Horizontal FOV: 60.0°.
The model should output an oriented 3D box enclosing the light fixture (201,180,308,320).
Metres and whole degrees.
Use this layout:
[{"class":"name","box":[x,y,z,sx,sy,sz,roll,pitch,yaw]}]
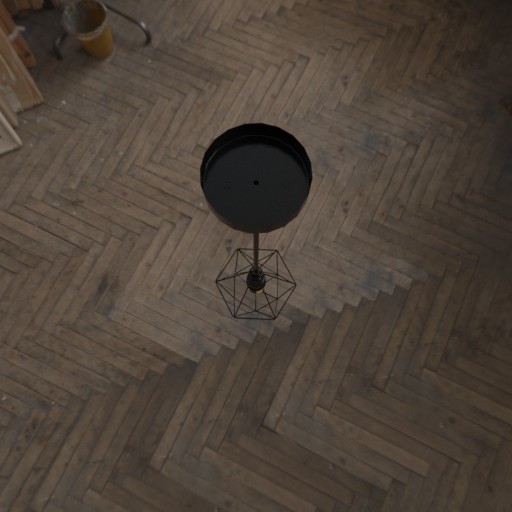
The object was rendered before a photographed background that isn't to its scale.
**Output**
[{"class":"light fixture","box":[0.000,0.000,2.009,0.431,1.764,0.487,31,78,7]}]
